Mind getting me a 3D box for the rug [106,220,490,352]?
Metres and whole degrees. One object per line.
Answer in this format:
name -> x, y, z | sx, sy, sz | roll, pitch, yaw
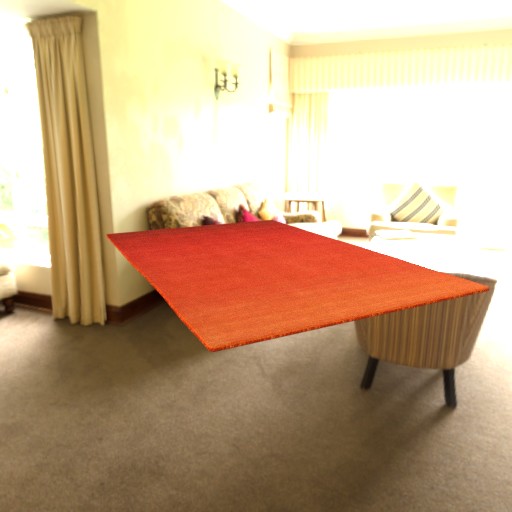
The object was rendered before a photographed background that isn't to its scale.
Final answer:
rug -> 0.000, 0.000, 2.324 | 1.230, 0.018, 1.835 | -7, 16, -26
